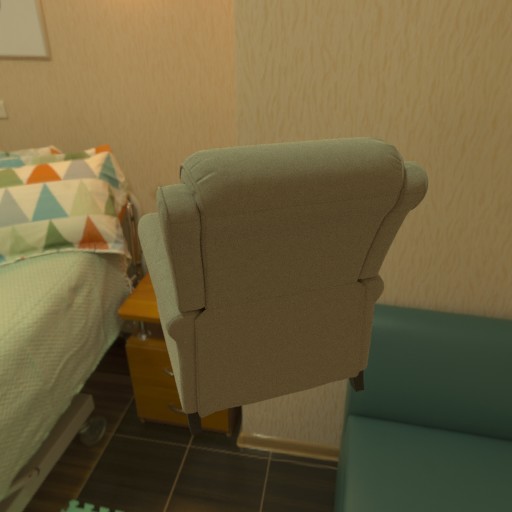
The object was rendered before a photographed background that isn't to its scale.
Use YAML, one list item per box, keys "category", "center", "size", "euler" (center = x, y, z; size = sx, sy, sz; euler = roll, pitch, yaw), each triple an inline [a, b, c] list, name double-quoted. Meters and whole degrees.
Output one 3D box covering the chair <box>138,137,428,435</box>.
- category: "chair"
  center: [0.000, 0.000, 1.777]
  size: [0.859, 1.046, 0.919]
  euler: [-9, 28, -17]
